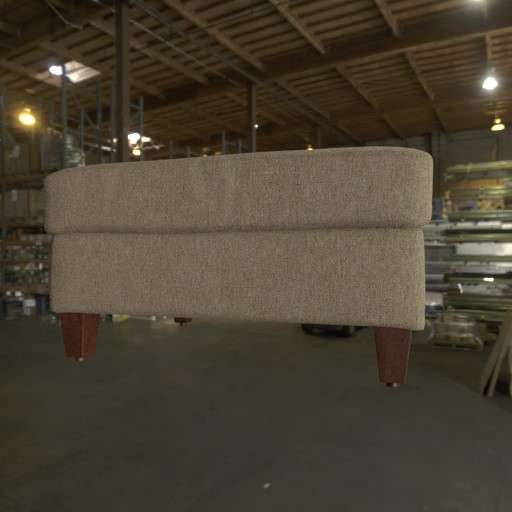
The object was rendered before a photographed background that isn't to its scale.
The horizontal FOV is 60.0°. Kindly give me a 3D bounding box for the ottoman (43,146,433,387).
[{"bbox_3d":[0.000,0.000,1.249,0.889,0.511,0.692,0,0,17],"label":"ottoman"}]
